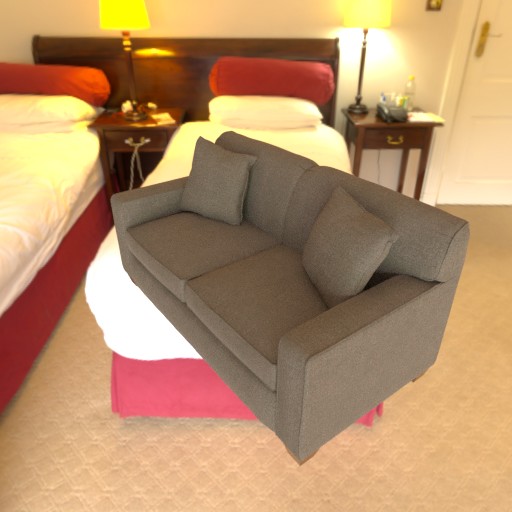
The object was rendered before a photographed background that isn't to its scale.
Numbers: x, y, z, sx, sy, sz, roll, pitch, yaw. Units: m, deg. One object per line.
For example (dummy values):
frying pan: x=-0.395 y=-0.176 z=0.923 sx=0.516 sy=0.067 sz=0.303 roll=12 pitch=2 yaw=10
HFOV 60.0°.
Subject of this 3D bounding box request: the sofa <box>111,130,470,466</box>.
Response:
sofa: x=0.000 y=0.000 z=2.477 sx=1.000 sy=0.958 sz=1.846 roll=-21 pitch=37 yaw=-31
